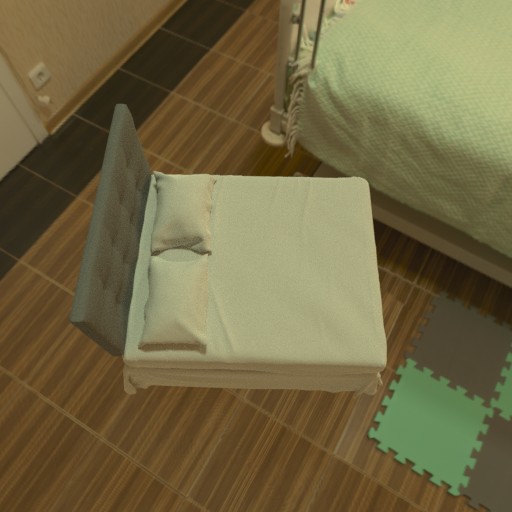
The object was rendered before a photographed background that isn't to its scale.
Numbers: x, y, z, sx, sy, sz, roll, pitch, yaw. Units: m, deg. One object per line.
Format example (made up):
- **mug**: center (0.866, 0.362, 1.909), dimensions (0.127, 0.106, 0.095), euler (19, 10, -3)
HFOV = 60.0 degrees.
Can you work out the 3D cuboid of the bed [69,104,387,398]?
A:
- **bed**: center (0.000, 0.000, 3.503), dimensions (2.222, 1.577, 1.936), euler (1, 64, 1)
